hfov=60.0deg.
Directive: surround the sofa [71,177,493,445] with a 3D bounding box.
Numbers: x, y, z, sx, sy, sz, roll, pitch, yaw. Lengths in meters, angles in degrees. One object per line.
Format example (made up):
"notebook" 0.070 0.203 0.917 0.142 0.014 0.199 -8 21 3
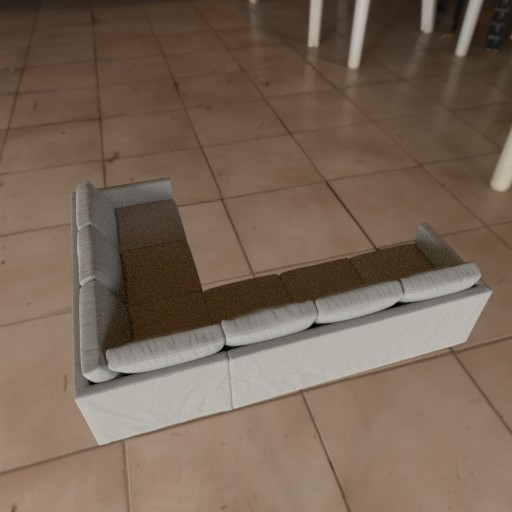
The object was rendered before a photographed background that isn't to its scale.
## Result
"sofa" 0.000 0.000 4.159 3.182 0.871 2.432 -12 44 -13
